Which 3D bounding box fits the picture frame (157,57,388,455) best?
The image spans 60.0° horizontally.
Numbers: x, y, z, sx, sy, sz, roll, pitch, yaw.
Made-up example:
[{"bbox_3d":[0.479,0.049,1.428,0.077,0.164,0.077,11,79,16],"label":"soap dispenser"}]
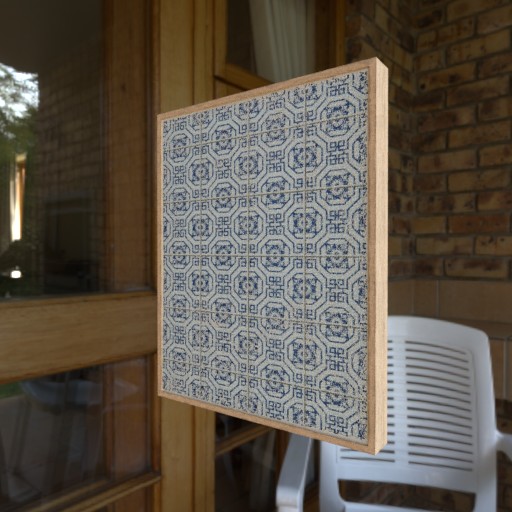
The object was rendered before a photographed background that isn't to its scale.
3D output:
[{"bbox_3d":[0.000,0.000,0.726,0.421,0.526,0.046,0,1,36],"label":"picture frame"}]
